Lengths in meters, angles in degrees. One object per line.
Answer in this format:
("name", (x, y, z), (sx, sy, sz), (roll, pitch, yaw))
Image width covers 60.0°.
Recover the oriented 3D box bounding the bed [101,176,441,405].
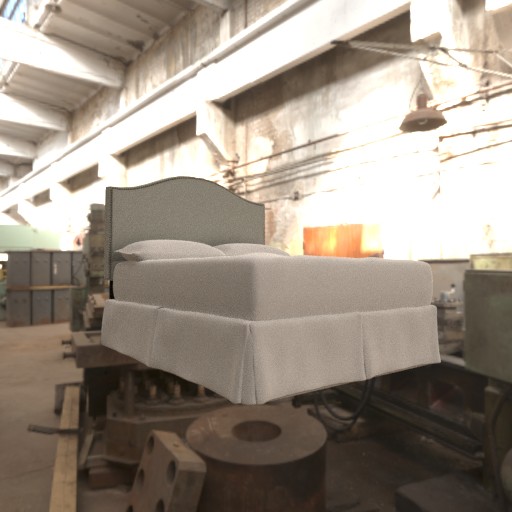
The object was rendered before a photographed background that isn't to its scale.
("bed", (0.000, 0.000, 3.529), (1.813, 1.607, 2.180), (1, -2, -37))
